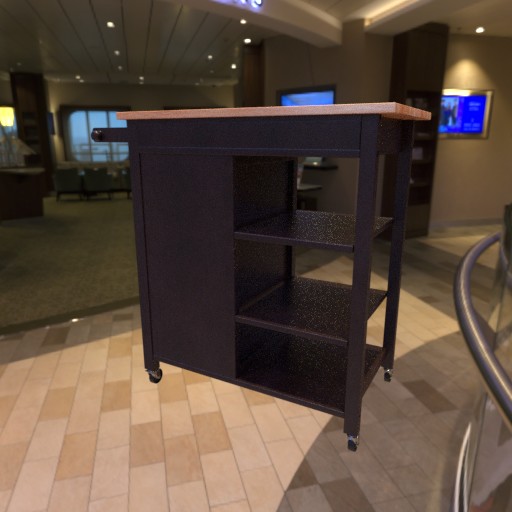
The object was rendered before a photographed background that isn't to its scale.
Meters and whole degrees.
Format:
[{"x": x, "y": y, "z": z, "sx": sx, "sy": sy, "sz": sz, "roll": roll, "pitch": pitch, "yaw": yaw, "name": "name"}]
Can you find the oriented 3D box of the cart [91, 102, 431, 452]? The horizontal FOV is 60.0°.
[{"x": 0.000, "y": 0.000, "z": 1.430, "sx": 0.914, "sy": 0.878, "sz": 0.472, "roll": 8, "pitch": 17, "yaw": 28, "name": "cart"}]
